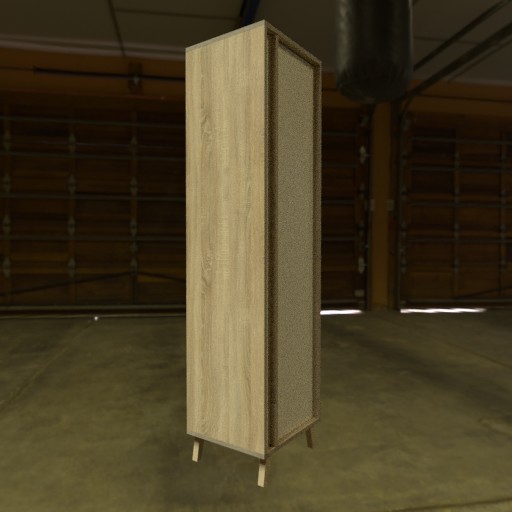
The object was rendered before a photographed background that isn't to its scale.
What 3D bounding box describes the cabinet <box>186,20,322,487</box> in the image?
[{"bbox_3d":[0.000,0.000,2.183,0.450,1.960,0.510,1,1,36],"label":"cabinet"}]
